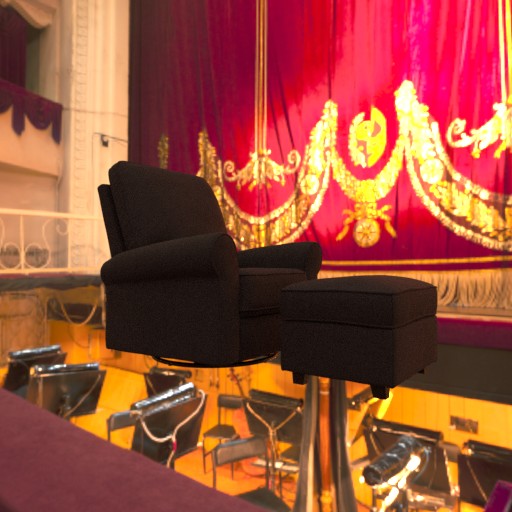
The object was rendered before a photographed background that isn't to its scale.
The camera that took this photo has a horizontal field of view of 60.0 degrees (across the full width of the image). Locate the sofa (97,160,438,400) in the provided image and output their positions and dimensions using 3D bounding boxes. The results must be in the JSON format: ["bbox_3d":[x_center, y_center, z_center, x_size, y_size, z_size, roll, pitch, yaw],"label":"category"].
[{"bbox_3d":[0.000,0.000,2.033,1.478,0.959,0.880,-1,-2,36],"label":"sofa"}]
